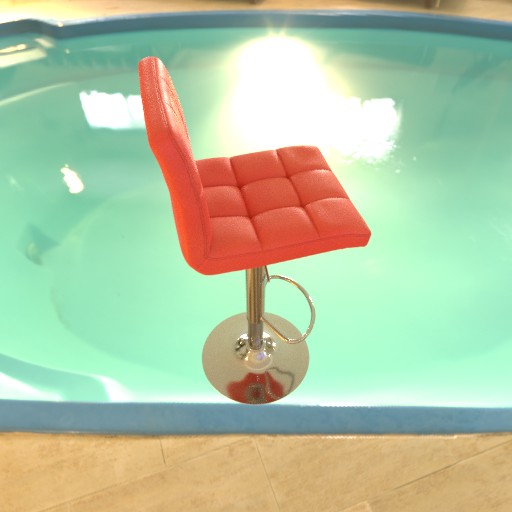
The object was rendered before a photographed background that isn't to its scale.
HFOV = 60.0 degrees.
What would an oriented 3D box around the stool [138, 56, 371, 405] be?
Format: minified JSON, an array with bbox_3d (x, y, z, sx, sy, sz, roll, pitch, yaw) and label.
[{"bbox_3d":[0.000,0.000,1.366,0.505,1.115,0.430,-10,46,-10],"label":"stool"}]
